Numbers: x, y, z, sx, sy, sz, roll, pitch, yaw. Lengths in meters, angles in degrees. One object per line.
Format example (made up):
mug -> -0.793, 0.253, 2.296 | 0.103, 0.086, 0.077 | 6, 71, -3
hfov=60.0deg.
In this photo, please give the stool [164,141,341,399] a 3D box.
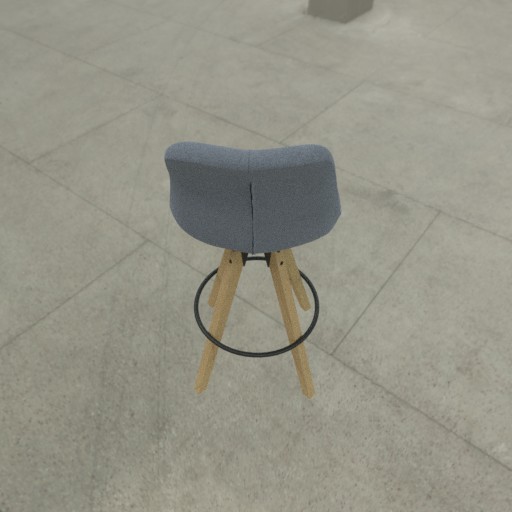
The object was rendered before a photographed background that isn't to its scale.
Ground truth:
stool -> 0.000, 0.000, 1.401 | 0.485, 1.115, 0.550 | 2, 47, 2
